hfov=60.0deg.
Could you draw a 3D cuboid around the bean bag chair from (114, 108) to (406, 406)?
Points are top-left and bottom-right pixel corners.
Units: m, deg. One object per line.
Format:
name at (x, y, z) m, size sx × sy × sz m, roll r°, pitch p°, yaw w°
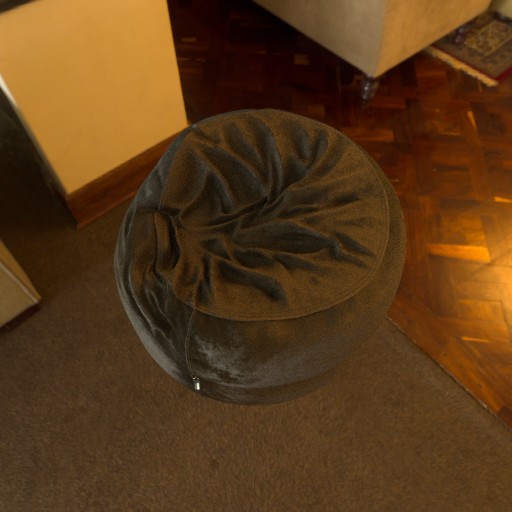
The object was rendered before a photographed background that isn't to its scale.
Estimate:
bean bag chair at (0.000, 0.000, 1.491) m, size 0.918 × 0.605 × 0.918 m, roll 0°, pitch 58°, yaw 0°
